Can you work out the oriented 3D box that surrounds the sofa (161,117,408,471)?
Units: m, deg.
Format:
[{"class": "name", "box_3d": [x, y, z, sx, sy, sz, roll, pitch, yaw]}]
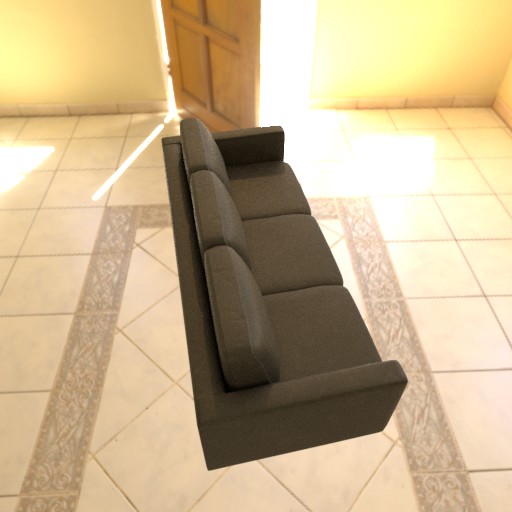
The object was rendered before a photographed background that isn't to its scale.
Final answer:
[{"class": "sofa", "box_3d": [0.000, 0.000, 2.535, 0.879, 0.899, 2.029, -9, 47, -8]}]
